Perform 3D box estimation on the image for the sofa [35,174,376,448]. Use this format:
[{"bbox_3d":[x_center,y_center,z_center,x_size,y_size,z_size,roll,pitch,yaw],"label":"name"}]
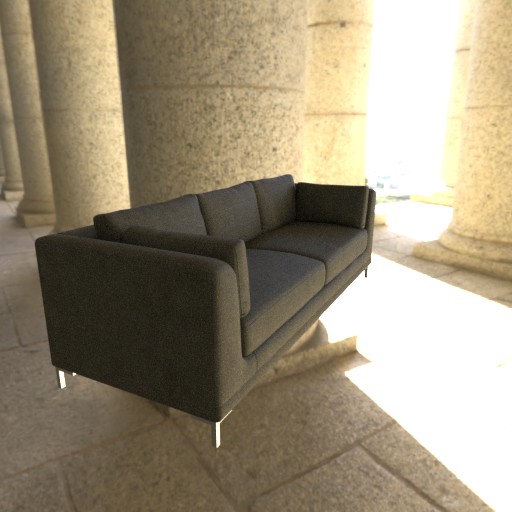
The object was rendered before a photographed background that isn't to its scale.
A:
[{"bbox_3d":[0.000,0.000,2.863,0.969,0.867,2.415,8,18,27],"label":"sofa"}]
